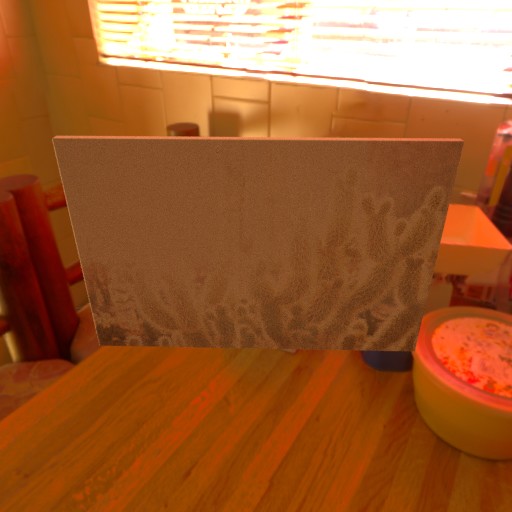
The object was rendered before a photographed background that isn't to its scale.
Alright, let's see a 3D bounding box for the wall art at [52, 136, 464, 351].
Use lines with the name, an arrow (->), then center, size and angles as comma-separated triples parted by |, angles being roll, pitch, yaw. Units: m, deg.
wall art -> 0.000, 0.000, 1.906 | 1.525, 1.012, 0.038 | 1, 30, 1
